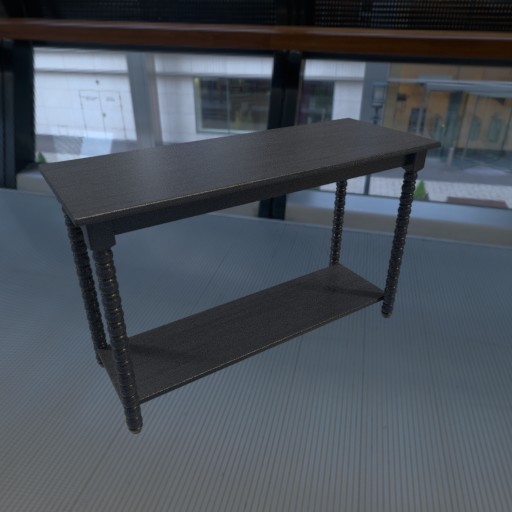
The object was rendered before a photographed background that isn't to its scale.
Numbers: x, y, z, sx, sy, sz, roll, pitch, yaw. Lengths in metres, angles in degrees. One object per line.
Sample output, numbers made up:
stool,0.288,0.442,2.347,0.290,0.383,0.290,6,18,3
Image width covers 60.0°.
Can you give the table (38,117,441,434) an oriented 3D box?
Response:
table,0.000,0.000,1.543,1.184,0.735,0.459,-17,33,-28
